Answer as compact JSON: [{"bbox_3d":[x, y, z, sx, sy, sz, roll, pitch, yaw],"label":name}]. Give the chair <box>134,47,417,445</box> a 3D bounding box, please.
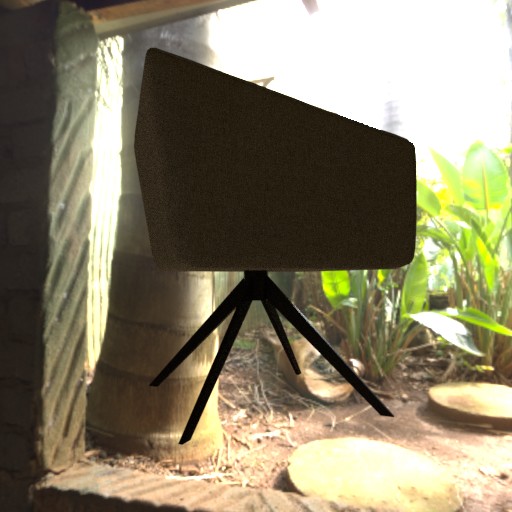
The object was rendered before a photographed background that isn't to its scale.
[{"bbox_3d":[0.000,0.000,1.194,0.623,0.760,0.628,1,-3,-18],"label":"chair"}]
